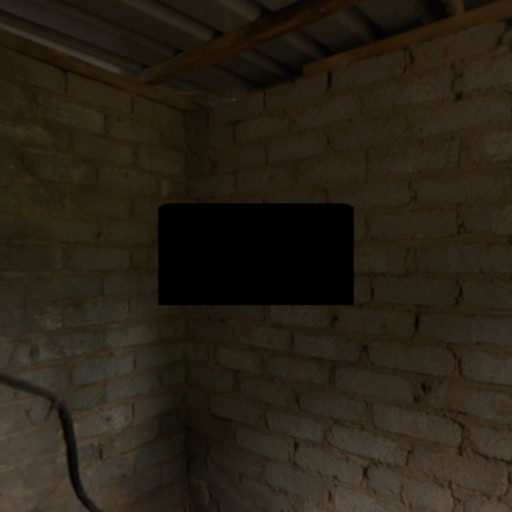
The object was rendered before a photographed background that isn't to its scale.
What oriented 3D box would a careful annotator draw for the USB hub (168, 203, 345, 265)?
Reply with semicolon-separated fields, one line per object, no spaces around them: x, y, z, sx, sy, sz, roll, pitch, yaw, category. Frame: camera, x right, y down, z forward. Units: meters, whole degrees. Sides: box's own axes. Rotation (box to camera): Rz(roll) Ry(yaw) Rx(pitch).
0.000;0.000;0.162;0.044;0.023;0.145;0;0;0;USB hub
